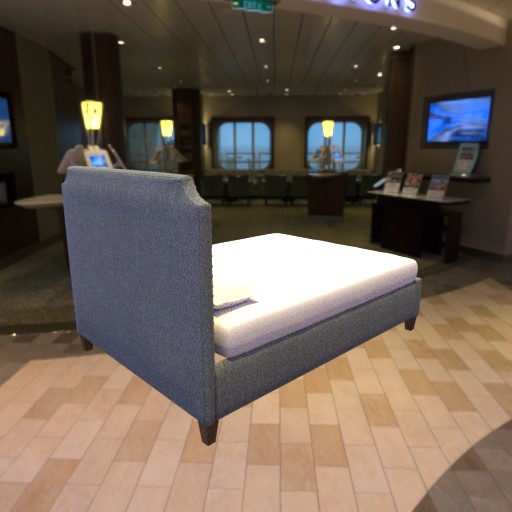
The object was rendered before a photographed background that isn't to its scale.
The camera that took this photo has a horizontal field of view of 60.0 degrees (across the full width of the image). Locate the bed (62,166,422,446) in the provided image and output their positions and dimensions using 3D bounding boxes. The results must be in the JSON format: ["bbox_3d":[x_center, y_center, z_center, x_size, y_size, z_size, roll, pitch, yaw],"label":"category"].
[{"bbox_3d":[0.000,0.000,3.549,2.372,1.443,1.712,-13,19,-42],"label":"bed"}]
